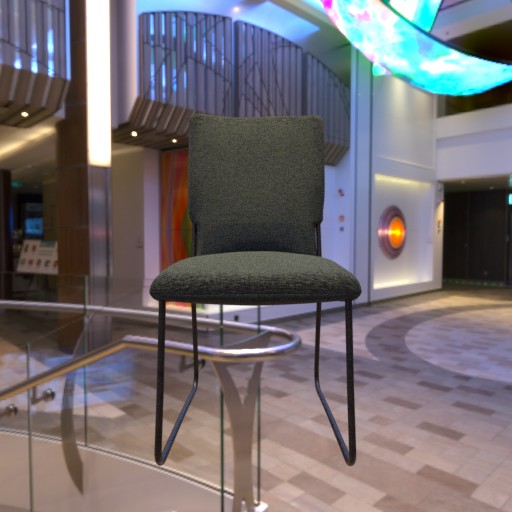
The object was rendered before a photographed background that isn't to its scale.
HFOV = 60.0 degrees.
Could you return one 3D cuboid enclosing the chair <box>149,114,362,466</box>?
[{"bbox_3d":[0.000,0.000,1.262,0.480,0.931,0.635,0,3,0],"label":"chair"}]
